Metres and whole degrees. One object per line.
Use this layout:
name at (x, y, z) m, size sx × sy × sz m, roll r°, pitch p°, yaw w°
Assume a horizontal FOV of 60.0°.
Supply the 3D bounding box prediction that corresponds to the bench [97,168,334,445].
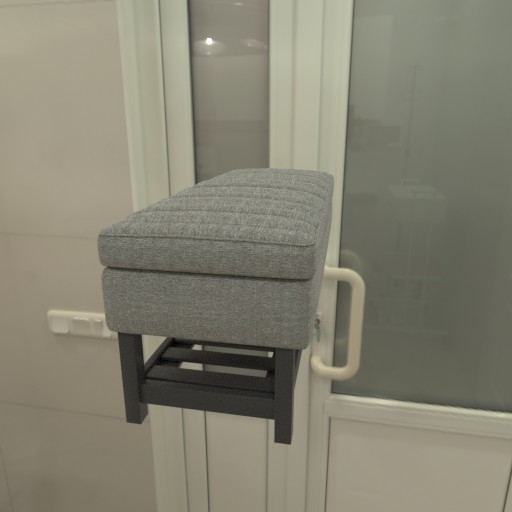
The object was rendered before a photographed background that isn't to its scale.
bench at (0.000, 0.000, 1.353) m, size 0.429 × 0.470 × 1.100 m, roll 3°, pitch 17°, yaw 11°
